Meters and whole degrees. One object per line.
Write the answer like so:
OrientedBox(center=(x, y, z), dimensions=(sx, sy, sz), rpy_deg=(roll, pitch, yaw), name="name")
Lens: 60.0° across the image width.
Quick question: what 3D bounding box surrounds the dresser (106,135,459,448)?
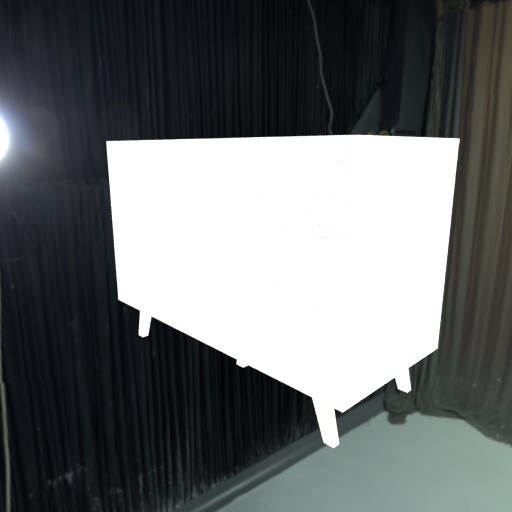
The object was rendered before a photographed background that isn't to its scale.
OrientedBox(center=(0.000, 0.000, 1.543), dimensions=(0.500, 0.780, 1.110), rpy_deg=(-13, 19, -42), name="dresser")
